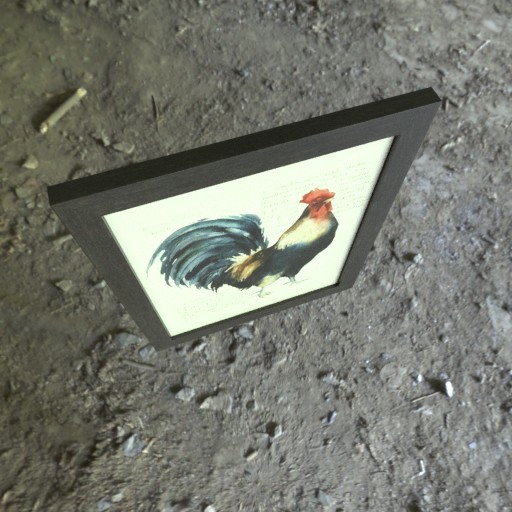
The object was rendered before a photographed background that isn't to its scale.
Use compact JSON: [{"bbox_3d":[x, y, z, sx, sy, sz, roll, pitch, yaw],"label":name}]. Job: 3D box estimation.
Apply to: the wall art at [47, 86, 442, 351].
[{"bbox_3d":[0.000,0.000,0.776,0.479,0.580,0.027,-17,64,-9],"label":"wall art"}]
